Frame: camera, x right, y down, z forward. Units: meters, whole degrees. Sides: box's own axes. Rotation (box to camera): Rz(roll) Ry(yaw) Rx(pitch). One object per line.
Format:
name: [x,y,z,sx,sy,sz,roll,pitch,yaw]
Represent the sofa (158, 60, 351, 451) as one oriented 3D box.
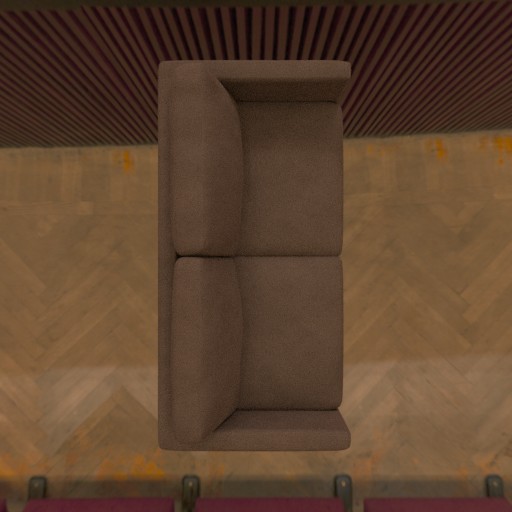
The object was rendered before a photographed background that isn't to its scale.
sofa: [0.000,0.000,2.379,0.950,0.963,1.884,0,90,0]
